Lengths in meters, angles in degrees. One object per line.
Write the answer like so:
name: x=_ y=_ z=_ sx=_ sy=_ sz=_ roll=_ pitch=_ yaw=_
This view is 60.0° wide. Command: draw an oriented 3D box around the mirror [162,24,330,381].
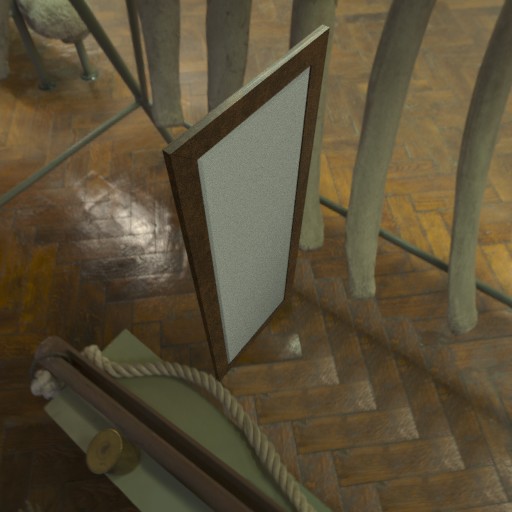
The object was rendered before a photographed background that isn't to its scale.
mirror: x=0.000 y=0.000 z=2.262 sx=0.032 sy=2.031 sz=0.812 roll=33 pitch=63 yaw=20
